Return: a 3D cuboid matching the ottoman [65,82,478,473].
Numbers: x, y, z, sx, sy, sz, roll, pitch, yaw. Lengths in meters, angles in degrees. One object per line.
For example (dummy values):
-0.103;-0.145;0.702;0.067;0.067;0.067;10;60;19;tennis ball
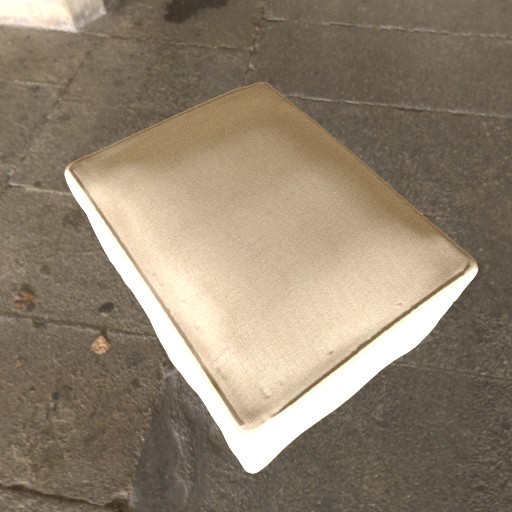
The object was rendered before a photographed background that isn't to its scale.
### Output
0.000;0.000;1.208;0.650;0.485;0.833;-31;63;-18;ottoman
